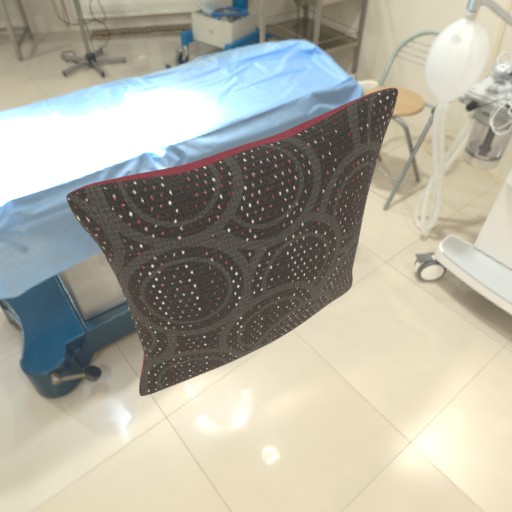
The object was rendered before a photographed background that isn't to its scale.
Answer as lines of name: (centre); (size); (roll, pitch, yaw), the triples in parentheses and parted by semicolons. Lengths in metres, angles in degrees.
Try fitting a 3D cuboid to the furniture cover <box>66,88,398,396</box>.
furniture cover: (0.000, 0.000, 0.815); (0.552, 0.509, 0.193); (-24, 50, -22)
